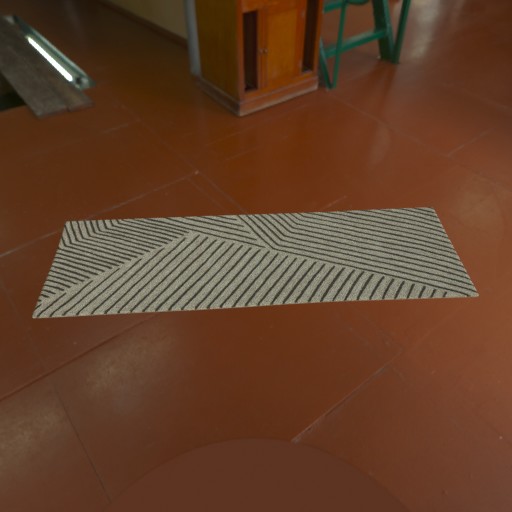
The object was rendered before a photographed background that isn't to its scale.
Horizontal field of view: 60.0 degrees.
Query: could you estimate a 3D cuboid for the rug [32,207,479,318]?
[{"bbox_3d":[0.000,0.000,2.676,2.439,0.020,0.773,-2,46,-2],"label":"rug"}]
